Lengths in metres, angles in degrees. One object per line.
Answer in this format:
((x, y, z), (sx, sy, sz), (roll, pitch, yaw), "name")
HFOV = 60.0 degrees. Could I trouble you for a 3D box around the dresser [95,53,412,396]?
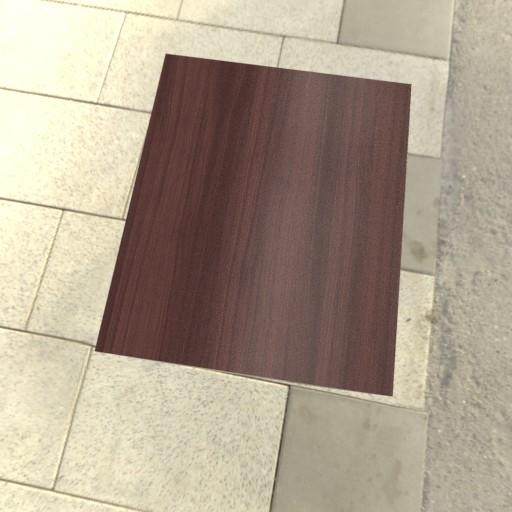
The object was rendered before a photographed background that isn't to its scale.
((0.000, 0.000, 0.769), (0.360, 0.470, 0.400), (8, 75, 2), "dresser")
